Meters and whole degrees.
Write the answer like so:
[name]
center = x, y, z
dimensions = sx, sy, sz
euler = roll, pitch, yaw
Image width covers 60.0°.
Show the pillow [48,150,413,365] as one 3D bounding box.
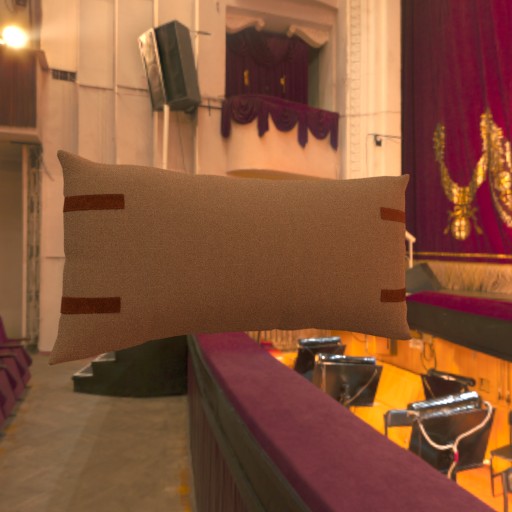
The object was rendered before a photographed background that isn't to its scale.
[pillow]
center = 0.000, 0.000, 0.720
dimensions = 0.612, 0.308, 0.148
euler = 0, -1, -19
